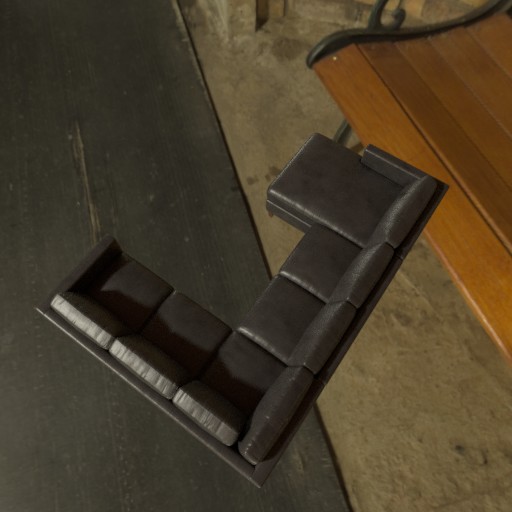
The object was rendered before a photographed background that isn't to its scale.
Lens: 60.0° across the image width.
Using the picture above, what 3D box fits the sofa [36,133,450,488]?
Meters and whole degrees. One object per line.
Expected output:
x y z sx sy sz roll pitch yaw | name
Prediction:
0.000 0.000 4.448 2.452 0.891 3.324 33 69 14 | sofa
